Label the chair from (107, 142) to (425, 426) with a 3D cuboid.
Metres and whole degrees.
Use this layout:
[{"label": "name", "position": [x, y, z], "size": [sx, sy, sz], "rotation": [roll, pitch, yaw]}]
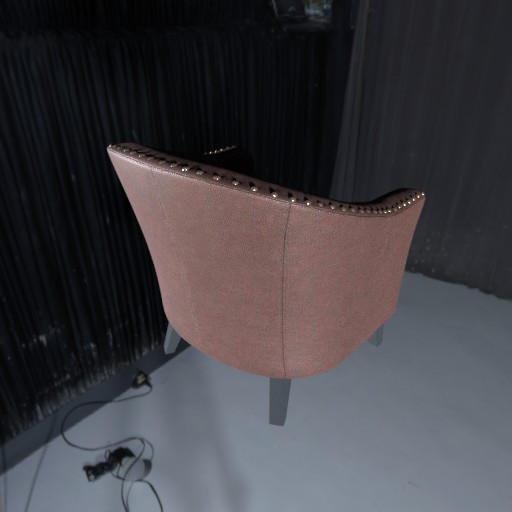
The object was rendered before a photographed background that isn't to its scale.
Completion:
[{"label": "chair", "position": [0.000, 0.000, 1.445], "size": [0.794, 0.823, 0.748], "rotation": [23, 37, 34]}]
